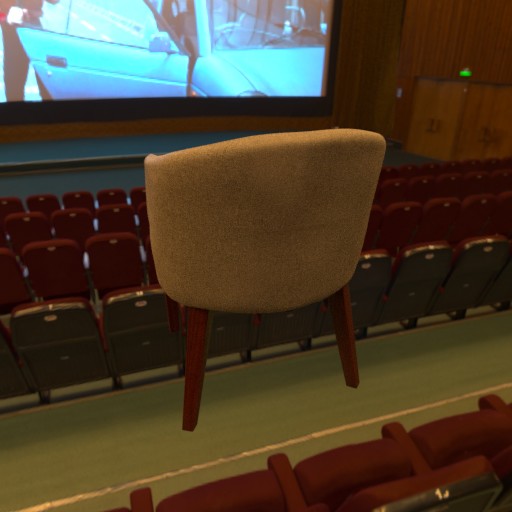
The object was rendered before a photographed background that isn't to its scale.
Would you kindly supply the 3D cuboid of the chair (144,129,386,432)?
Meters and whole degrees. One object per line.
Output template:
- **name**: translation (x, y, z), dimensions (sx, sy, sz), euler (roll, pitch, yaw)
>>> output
- **chair**: translation (0.000, 0.000, 1.282), dimensions (0.583, 0.811, 0.655), euler (-8, 28, -16)
